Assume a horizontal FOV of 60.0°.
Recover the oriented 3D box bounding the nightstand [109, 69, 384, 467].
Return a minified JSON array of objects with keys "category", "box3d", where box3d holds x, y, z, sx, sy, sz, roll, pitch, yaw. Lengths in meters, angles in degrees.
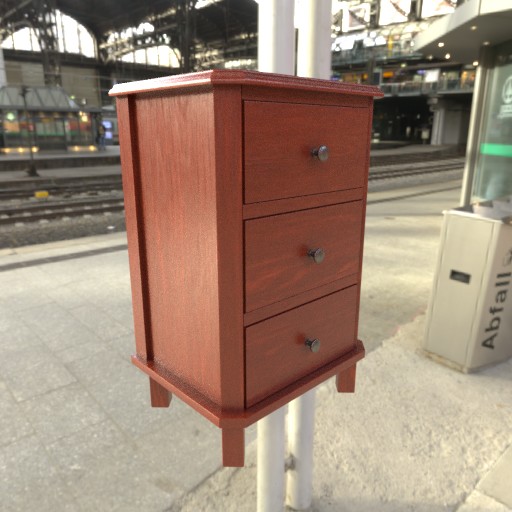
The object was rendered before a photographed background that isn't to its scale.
[{"category":"nightstand","box3d":[0.000,0.000,0.946,0.435,0.681,0.351,-14,21,-41]}]
